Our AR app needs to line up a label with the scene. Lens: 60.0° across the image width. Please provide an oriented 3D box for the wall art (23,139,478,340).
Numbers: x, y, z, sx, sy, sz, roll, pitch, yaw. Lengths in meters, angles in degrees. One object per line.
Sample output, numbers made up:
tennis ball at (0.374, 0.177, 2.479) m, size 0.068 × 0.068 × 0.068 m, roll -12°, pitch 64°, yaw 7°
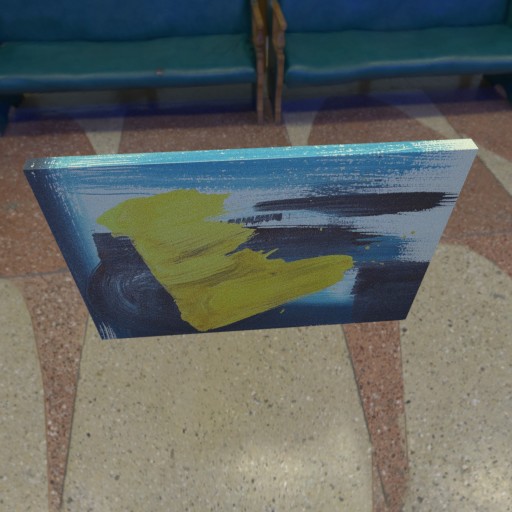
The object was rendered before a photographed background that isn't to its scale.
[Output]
wall art at (0.000, 0.000, 1.121) m, size 0.914 × 0.610 × 0.039 m, roll -3°, pitch 47°, yaw -3°
